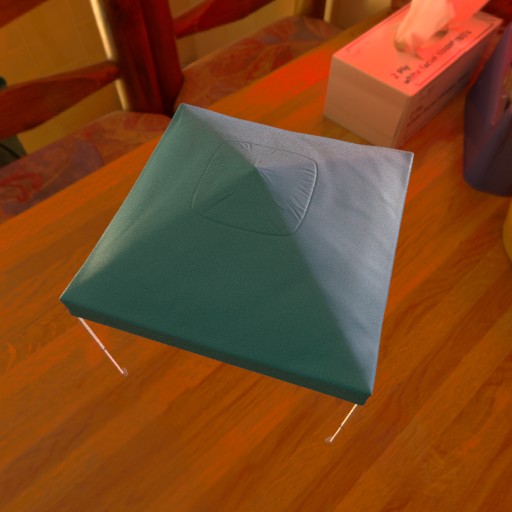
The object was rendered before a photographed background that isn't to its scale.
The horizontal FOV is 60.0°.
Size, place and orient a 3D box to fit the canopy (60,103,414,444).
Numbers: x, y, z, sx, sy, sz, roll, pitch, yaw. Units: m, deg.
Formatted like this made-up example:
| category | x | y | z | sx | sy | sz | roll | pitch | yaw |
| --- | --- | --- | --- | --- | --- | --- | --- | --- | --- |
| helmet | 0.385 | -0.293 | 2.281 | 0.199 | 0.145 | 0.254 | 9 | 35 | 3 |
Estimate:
| category | x | y | z | sx | sy | sz | roll | pitch | yaw |
| --- | --- | --- | --- | --- | --- | --- | --- | --- | --- |
| canopy | 0.000 | 0.000 | 5.337 | 2.996 | 2.997 | 2.998 | 15 | 59 | 9 |
